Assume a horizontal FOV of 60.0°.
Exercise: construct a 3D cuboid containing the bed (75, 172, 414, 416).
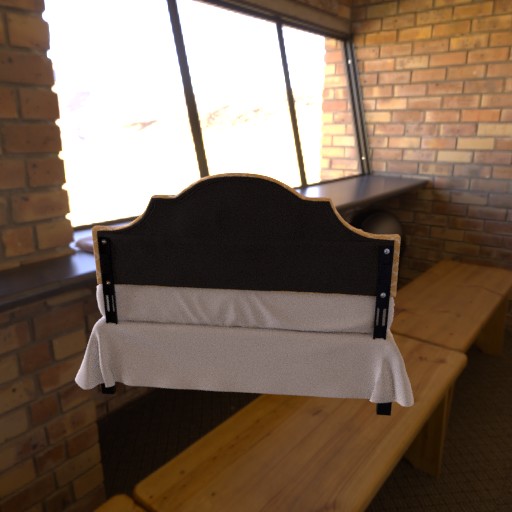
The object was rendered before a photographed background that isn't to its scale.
[{"bbox_3d":[0.000,0.000,3.812,2.314,1.601,2.222,2,16,7],"label":"bed"}]
